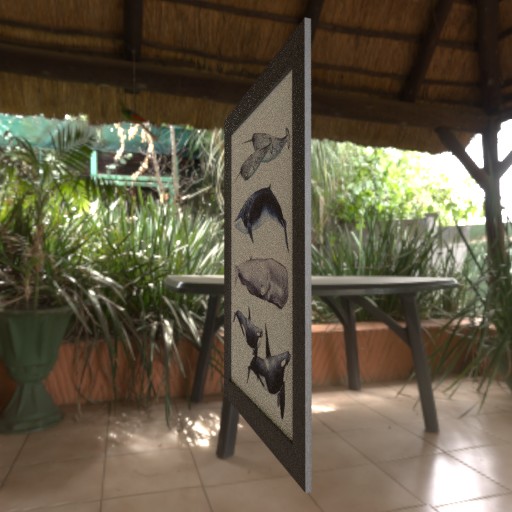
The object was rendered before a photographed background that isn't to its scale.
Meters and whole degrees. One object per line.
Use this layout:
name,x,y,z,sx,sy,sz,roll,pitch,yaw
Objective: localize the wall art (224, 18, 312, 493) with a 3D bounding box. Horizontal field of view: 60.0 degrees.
wall art,0.000,0.000,1.429,0.016,1.116,0.810,0,-1,-18
